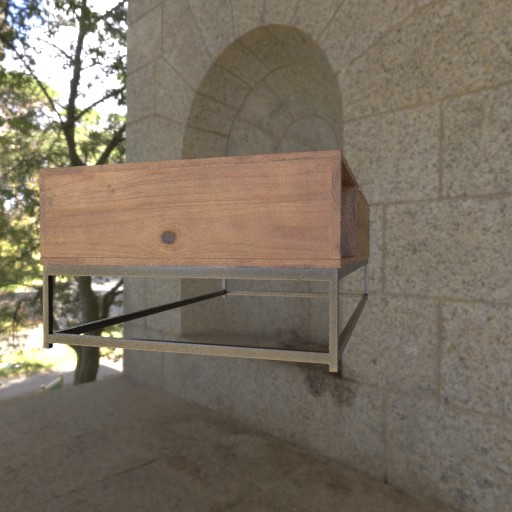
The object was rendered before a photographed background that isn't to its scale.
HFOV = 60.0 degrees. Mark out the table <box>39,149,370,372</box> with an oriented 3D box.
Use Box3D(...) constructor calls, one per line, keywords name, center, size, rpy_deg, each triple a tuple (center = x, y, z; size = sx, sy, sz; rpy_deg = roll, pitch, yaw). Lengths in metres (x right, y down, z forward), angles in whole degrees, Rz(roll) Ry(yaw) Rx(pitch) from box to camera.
Box3D(name="table", center=(0.000, 0.000, 1.401), size=(0.655, 0.395, 1.101), rpy_deg=(0, 1, 17))
